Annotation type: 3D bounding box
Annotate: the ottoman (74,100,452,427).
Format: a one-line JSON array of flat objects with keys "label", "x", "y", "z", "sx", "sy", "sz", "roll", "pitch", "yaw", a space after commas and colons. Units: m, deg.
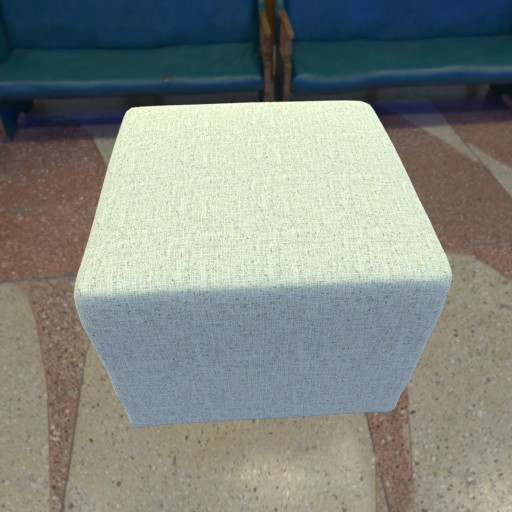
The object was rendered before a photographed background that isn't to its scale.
[{"label": "ottoman", "x": 0.000, "y": 0.000, "z": 0.885, "sx": 0.521, "sy": 0.453, "sz": 0.512, "roll": -3, "pitch": 46, "yaw": -2}]
